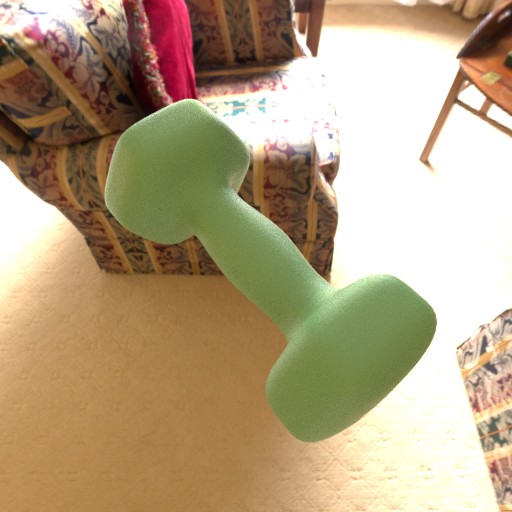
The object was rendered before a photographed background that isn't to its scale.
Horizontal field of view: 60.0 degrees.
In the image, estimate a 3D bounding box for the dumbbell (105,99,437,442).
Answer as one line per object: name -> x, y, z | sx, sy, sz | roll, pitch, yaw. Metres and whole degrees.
dumbbell -> 0.000, 0.000, 0.323 | 0.126, 0.114, 0.257 | -35, 65, -19
